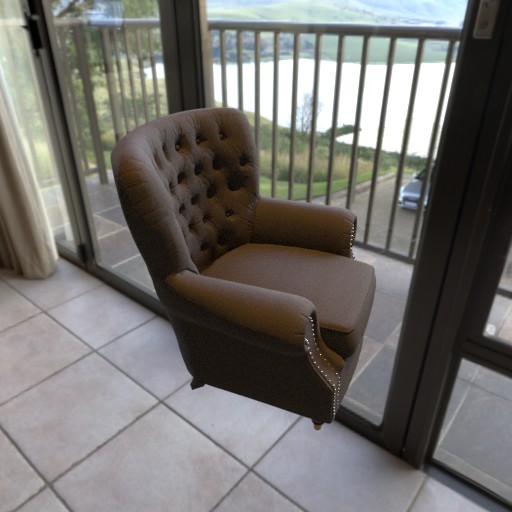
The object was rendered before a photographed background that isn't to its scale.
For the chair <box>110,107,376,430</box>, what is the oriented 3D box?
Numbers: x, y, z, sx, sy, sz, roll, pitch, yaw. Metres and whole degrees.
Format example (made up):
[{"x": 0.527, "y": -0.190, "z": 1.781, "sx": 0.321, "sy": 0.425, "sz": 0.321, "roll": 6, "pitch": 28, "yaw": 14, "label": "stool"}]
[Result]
[{"x": 0.000, "y": 0.000, "z": 1.856, "sx": 0.983, "sy": 1.046, "sz": 0.983, "roll": 11, "pitch": 31, "yaw": 18, "label": "chair"}]
